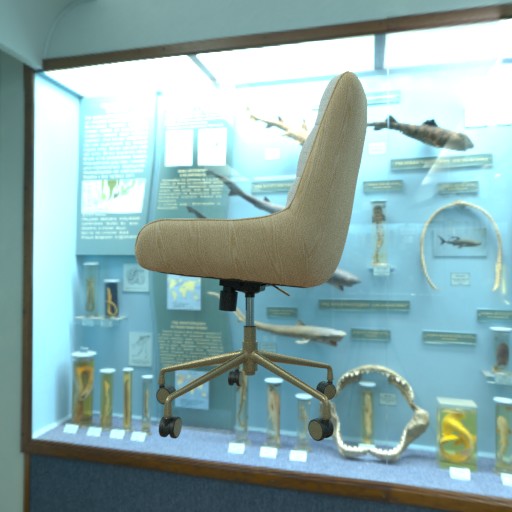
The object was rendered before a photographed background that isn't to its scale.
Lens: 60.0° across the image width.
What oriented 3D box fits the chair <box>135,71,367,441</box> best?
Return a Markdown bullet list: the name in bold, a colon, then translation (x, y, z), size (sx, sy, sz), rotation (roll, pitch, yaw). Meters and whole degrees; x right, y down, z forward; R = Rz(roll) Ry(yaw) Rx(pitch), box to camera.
- **chair**: translation (0.000, 0.000, 1.364), size (0.668, 0.952, 0.564), rotation (0, -1, 17)
